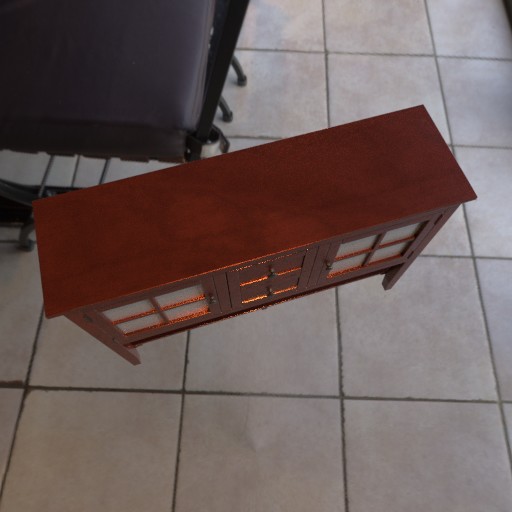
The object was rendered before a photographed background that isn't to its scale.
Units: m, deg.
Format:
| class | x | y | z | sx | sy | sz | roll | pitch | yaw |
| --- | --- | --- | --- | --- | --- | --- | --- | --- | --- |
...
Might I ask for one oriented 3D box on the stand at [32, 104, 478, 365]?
| class | x | y | z | sx | sy | sz | roll | pitch | yaw |
| --- | --- | --- | --- | --- | --- | --- | --- | --- | --- |
| stand | 0.000 | 0.000 | 1.804 | 1.362 | 0.872 | 0.410 | -16 | 67 | -7 |
